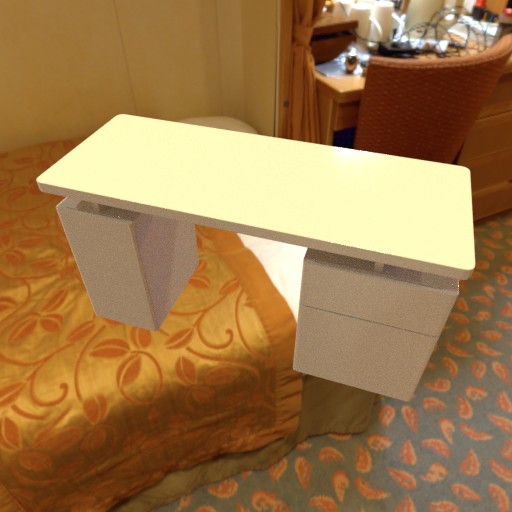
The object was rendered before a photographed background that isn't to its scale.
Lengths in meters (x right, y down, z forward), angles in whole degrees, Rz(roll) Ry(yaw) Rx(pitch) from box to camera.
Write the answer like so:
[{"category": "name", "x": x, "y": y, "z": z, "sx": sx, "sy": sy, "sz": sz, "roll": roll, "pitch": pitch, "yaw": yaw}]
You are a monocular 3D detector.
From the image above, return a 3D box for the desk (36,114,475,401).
[{"category": "desk", "x": 0.000, "y": 0.000, "z": 1.779, "sx": 1.400, "sy": 0.762, "sz": 0.550, "roll": 12, "pitch": 44, "yaw": 13}]
